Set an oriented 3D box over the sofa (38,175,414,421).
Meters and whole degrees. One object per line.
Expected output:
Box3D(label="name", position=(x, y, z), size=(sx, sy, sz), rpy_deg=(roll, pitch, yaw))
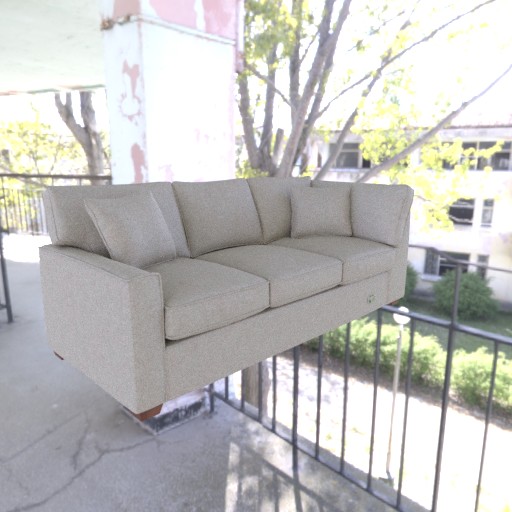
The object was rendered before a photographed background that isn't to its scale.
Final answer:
Box3D(label="sofa", position=(0.000, 0.000, 2.848), size=(2.317, 0.962, 1.061), rpy_deg=(-12, 17, -43))
